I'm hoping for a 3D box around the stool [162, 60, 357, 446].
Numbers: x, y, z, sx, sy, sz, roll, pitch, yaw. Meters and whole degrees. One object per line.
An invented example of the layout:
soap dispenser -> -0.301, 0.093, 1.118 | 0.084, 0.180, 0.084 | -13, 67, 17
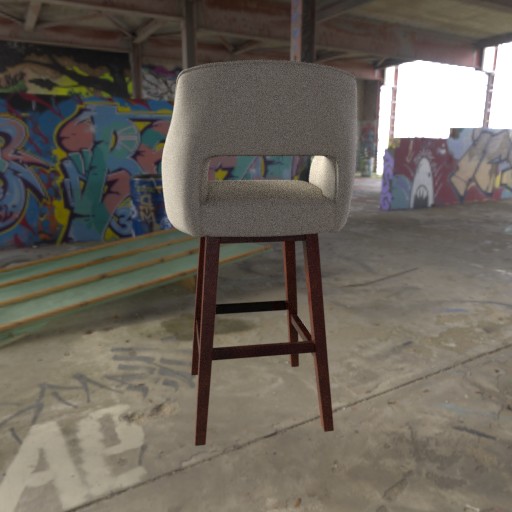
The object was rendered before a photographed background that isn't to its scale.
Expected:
stool -> 0.000, 0.000, 1.380 | 0.550, 1.041, 0.560 | -2, 14, -9
